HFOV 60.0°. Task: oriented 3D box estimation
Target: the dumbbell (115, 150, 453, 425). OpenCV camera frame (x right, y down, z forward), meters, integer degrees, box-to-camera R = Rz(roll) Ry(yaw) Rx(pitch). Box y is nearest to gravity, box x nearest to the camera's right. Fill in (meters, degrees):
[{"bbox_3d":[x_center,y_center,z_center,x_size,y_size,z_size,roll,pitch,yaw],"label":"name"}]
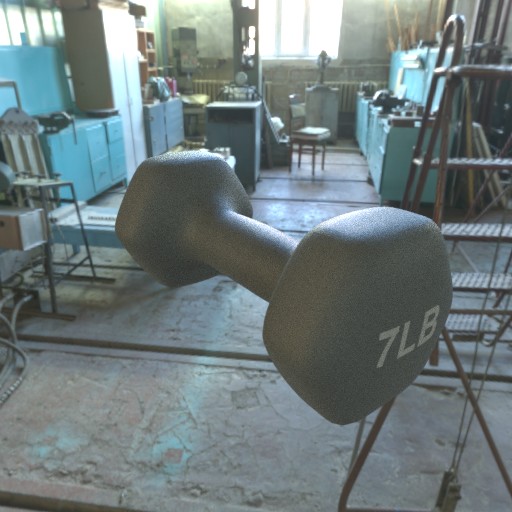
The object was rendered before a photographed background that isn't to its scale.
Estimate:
[{"bbox_3d":[0.000,0.000,0.228,0.090,0.081,0.184,-17,30,-33],"label":"dumbbell"}]
